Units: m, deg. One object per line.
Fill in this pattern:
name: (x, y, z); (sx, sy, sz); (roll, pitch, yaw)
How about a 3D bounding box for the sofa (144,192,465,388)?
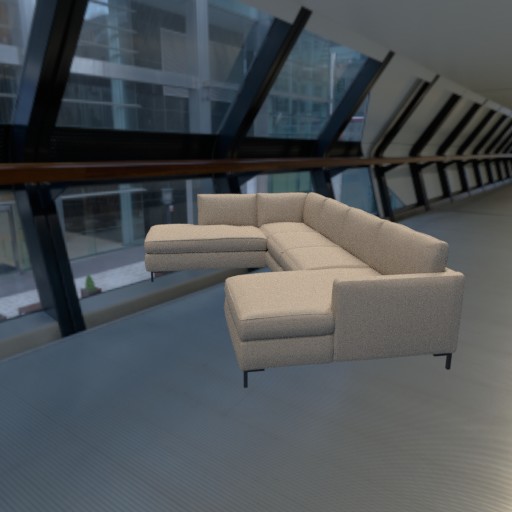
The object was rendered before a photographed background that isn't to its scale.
sofa: (0.000, 0.000, 3.572); (1.879, 0.756, 2.737); (-2, 14, -9)
